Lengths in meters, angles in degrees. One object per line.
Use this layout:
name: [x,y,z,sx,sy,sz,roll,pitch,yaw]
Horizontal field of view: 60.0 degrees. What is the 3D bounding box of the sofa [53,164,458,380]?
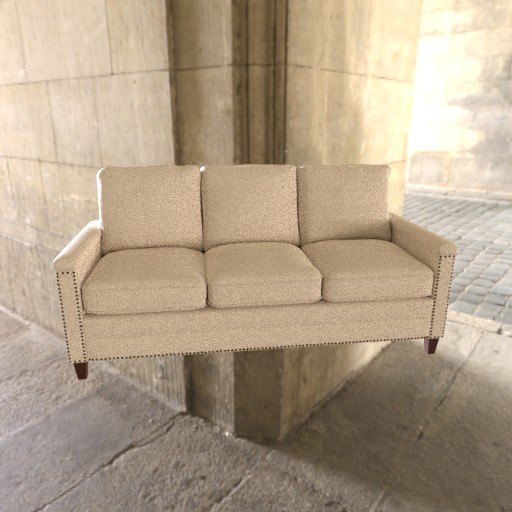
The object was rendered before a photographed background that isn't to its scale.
sofa: [0.000,0.000,2.483,1.925,0.961,0.828,-2,18,-7]
